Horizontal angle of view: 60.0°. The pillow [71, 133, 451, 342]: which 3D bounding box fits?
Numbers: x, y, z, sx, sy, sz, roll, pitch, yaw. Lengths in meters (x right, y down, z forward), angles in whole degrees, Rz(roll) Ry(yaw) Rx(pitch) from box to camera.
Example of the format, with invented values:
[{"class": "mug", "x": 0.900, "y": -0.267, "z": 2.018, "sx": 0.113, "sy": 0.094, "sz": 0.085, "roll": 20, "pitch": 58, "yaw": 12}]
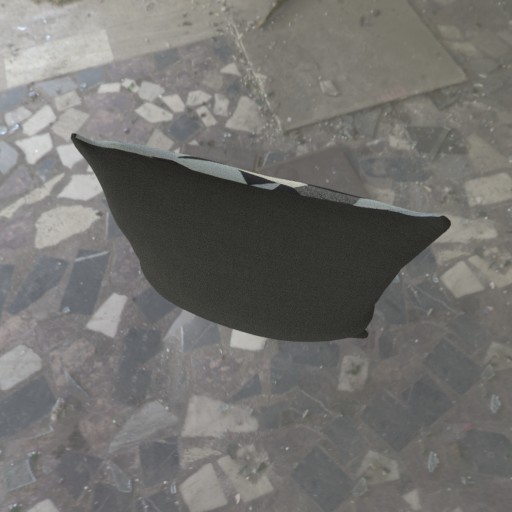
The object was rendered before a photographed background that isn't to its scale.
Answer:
[{"class": "pillow", "x": 0.000, "y": 0.000, "z": 0.766, "sx": 0.503, "sy": 0.496, "sz": 0.208, "roll": 15, "pitch": 65, "yaw": 7}]
